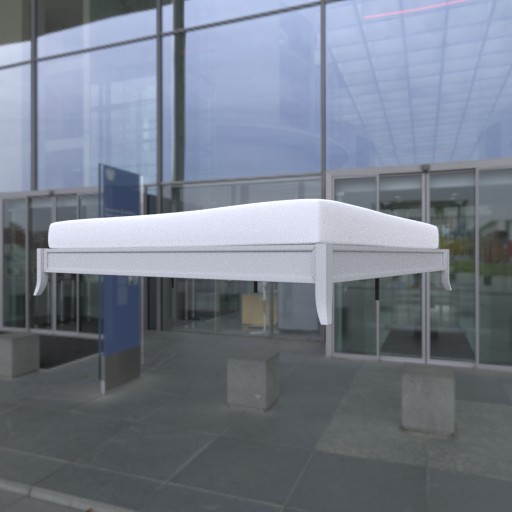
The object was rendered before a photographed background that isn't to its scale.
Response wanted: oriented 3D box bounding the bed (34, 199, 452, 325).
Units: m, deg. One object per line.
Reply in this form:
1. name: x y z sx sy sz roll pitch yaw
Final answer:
1. bed: 0.000 0.000 3.066 2.108 0.510 2.007 0 0 36
